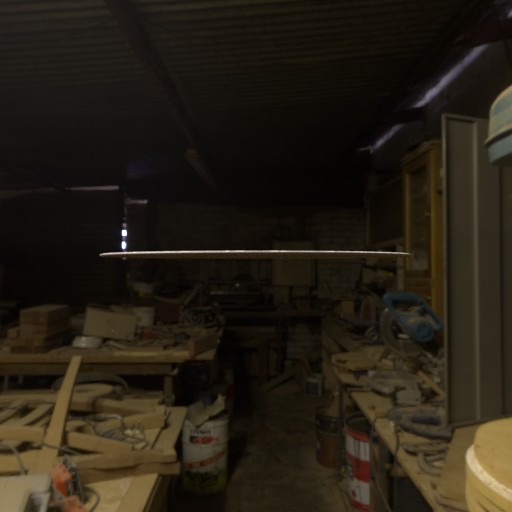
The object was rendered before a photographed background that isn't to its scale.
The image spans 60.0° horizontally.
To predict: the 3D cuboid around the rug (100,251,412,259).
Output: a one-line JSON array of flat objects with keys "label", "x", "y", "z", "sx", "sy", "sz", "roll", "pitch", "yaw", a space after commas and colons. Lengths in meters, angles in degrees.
[{"label": "rug", "x": 0.000, "y": 0.000, "z": 2.394, "sx": 1.593, "sy": 0.012, "sz": 1.593, "roll": 0, "pitch": -1, "yaw": 0}]
